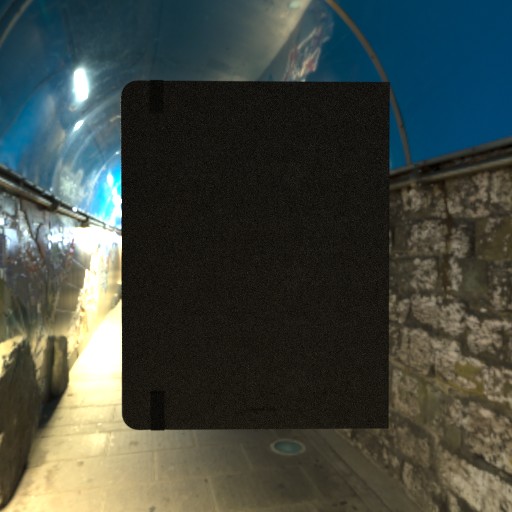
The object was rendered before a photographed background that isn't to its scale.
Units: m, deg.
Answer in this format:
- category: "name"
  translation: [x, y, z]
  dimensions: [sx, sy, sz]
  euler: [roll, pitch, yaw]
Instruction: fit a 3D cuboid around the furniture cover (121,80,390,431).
- category: "furniture cover"
  translation: [0.000, 0.000, 0.366]
  dimensions: [0.216, 0.281, 0.023]
  euler: [0, 1, -1]
